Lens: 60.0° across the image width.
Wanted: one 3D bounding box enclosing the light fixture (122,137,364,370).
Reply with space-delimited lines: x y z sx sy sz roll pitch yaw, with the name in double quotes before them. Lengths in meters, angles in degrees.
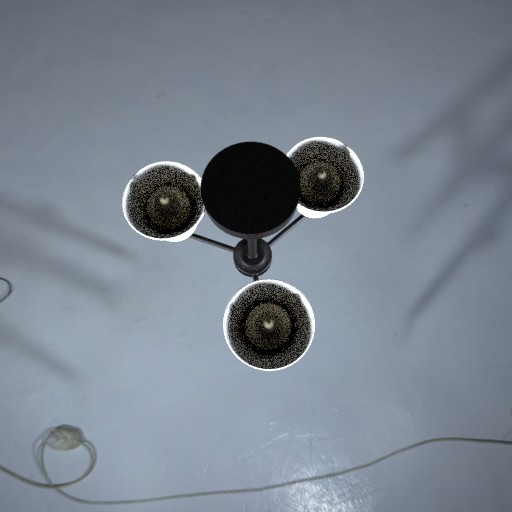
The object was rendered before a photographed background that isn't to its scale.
"light fixture" 0.000 0.000 0.700 0.388 0.370 0.354 -10 75 -3
